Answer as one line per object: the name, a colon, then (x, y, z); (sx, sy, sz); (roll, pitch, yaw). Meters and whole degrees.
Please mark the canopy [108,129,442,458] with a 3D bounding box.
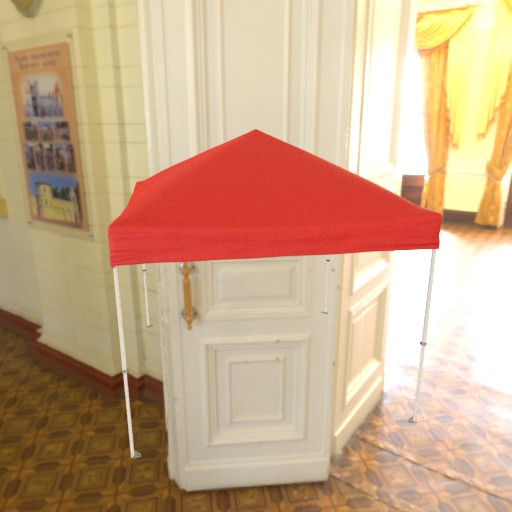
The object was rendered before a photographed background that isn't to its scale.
canopy: (0.000, 0.000, 5.445); (2.998, 2.997, 2.996); (-3, 17, -10)
